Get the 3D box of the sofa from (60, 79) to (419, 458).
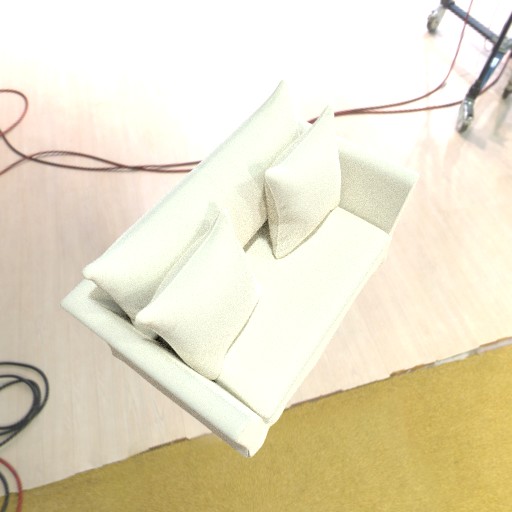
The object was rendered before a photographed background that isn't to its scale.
[{"bbox_3d":[0.000,0.000,2.291,1.026,1.039,1.608,31,62,18],"label":"sofa"}]
